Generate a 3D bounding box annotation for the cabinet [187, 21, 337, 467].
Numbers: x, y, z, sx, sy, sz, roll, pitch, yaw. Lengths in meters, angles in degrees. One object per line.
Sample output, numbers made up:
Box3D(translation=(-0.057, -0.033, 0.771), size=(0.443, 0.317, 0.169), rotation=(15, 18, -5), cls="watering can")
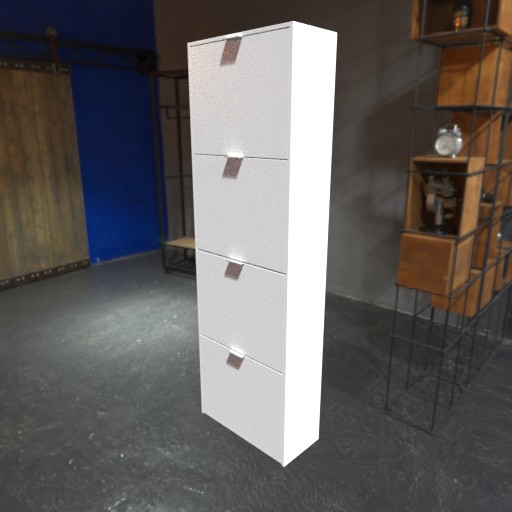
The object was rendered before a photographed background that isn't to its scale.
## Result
Box3D(translation=(0.000, 0.000, 1.816), size=(0.520, 1.630, 0.255), rotation=(15, 22, 42), cls="cabinet")
